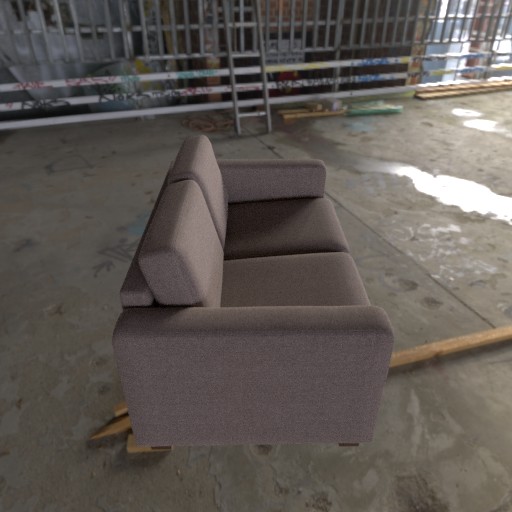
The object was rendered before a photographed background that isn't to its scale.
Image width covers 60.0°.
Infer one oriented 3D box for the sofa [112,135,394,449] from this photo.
[{"bbox_3d":[0.000,0.000,2.043,0.900,0.800,1.520,-1,32,-1],"label":"sofa"}]
